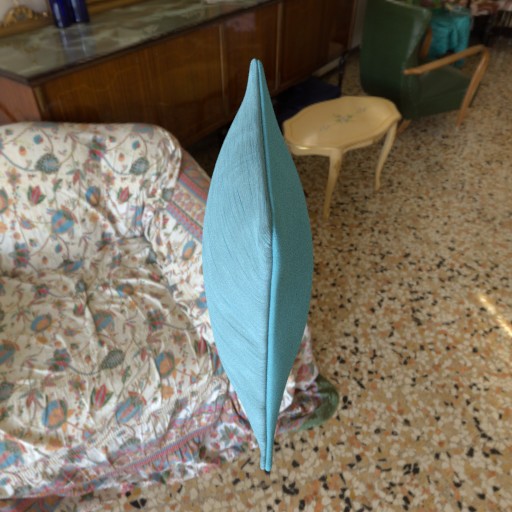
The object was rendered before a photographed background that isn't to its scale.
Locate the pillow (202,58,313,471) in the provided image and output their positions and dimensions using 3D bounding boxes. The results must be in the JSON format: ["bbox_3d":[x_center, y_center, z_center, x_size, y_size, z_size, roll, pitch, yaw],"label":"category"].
[{"bbox_3d":[0.000,0.000,0.634,0.151,0.415,0.433,-1,41,-1],"label":"pillow"}]
